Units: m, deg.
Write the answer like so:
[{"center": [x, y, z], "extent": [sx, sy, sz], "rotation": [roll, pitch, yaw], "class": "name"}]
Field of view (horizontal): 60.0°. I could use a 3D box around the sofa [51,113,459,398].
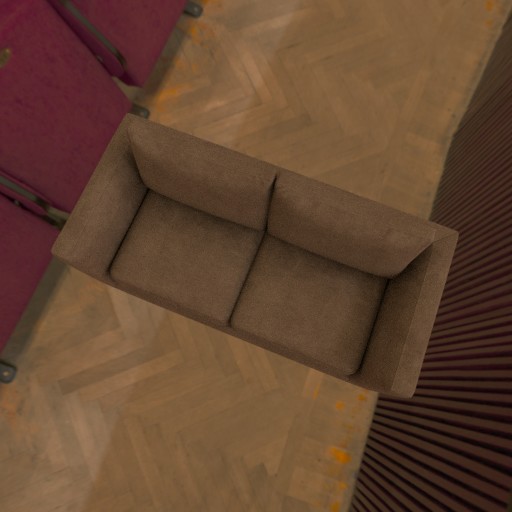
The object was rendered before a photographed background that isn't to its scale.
[{"center": [0.000, 0.000, 2.384], "extent": [1.832, 1.013, 0.855], "rotation": [21, 76, 6], "class": "sofa"}]
